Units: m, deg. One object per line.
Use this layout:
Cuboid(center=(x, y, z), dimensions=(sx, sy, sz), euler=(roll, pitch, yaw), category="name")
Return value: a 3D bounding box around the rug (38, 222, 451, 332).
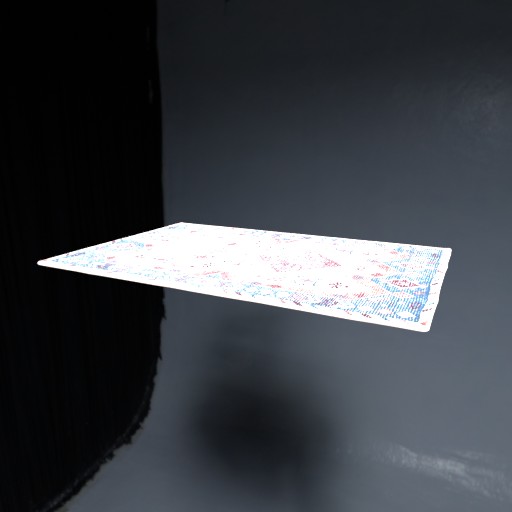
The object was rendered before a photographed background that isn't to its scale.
Cuboid(center=(0.000, 0.000, 2.338), dimensions=(1.840, 0.015, 1.225), euler=(7, 16, 25), category="rug")
